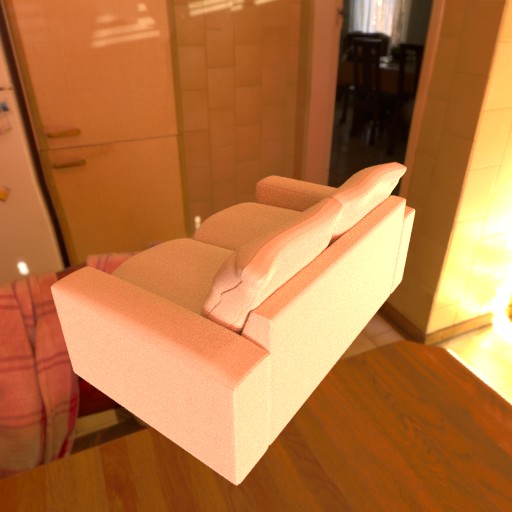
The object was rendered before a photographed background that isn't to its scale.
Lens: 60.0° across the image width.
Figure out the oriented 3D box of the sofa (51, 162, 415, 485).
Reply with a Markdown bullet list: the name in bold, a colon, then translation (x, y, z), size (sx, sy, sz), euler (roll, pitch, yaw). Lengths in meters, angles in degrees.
- **sofa**: translation (0.000, 0.000, 2.346), size (1.091, 0.875, 1.754), euler (20, 35, 30)
